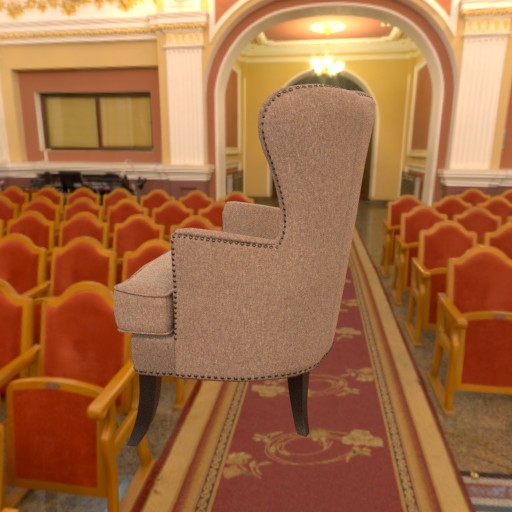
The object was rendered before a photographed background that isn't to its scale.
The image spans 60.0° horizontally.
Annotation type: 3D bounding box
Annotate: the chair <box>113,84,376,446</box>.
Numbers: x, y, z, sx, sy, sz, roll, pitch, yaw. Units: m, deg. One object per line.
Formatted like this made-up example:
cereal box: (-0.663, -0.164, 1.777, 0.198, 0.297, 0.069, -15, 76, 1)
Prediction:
chair: (0.000, 0.000, 1.570, 0.758, 1.060, 0.759, 2, 14, 8)
